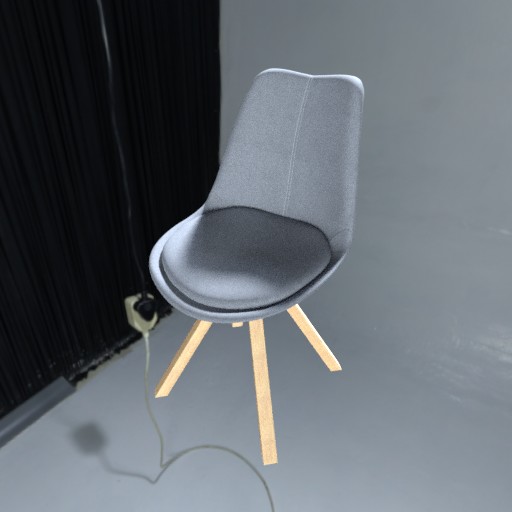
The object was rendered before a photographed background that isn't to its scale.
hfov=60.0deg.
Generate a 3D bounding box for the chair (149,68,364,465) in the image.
[{"bbox_3d":[0.000,0.000,1.189,0.474,0.863,0.549,19,35,29],"label":"chair"}]
